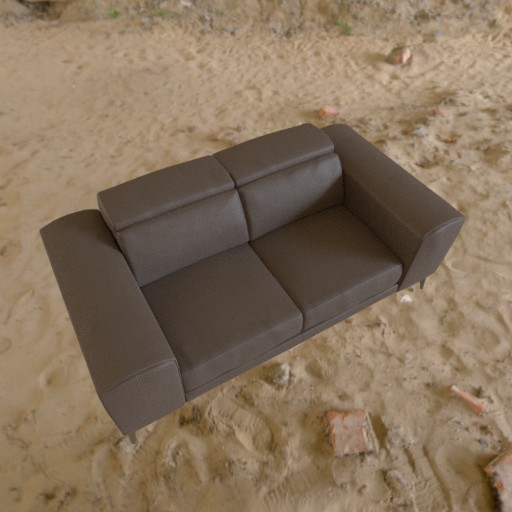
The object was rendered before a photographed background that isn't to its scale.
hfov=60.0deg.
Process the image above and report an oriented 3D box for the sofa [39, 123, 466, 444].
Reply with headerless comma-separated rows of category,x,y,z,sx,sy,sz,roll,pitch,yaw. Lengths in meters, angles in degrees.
sofa,0.000,0.000,2.348,1.895,0.779,1.003,-23,53,-19
